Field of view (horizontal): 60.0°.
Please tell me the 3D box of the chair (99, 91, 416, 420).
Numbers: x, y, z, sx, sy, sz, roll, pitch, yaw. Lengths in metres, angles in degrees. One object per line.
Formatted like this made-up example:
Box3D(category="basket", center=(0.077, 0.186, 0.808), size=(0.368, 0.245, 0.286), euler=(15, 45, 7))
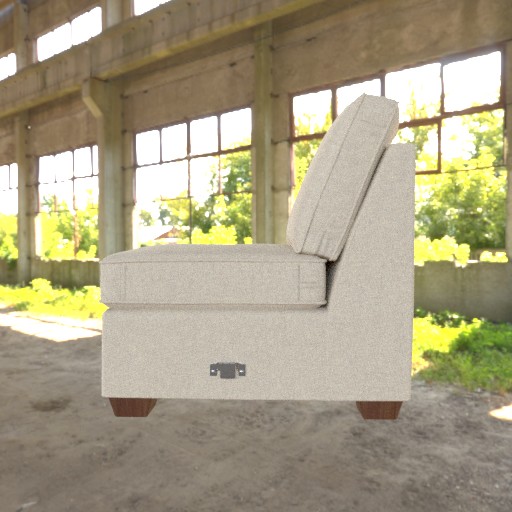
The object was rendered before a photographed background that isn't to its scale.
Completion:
Box3D(category="chair", center=(0.000, 0.000, 1.584), size=(0.938, 0.970, 0.621), euler=(0, 1, 2))
